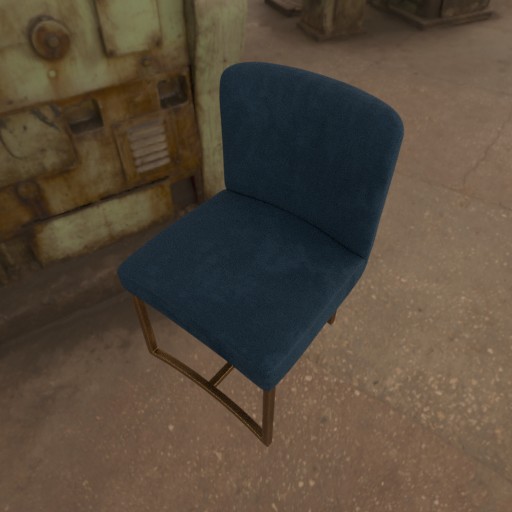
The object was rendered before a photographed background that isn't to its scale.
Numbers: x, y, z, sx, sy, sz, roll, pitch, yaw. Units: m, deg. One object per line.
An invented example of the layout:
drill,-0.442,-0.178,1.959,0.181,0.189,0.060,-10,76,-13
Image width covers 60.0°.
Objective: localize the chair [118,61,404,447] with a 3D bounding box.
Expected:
chair,0.000,0.000,1.208,0.530,0.824,0.560,30,53,26
